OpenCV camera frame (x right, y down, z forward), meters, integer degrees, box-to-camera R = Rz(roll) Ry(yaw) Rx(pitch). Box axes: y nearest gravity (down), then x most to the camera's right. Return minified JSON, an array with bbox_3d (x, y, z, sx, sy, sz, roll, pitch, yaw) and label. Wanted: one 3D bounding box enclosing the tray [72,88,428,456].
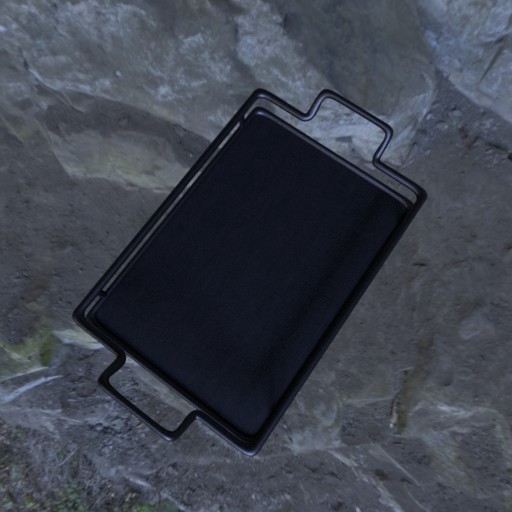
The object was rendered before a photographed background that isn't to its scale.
[{"bbox_3d":[0.000,0.000,0.608,0.297,0.101,0.495,35,78,8],"label":"tray"}]
